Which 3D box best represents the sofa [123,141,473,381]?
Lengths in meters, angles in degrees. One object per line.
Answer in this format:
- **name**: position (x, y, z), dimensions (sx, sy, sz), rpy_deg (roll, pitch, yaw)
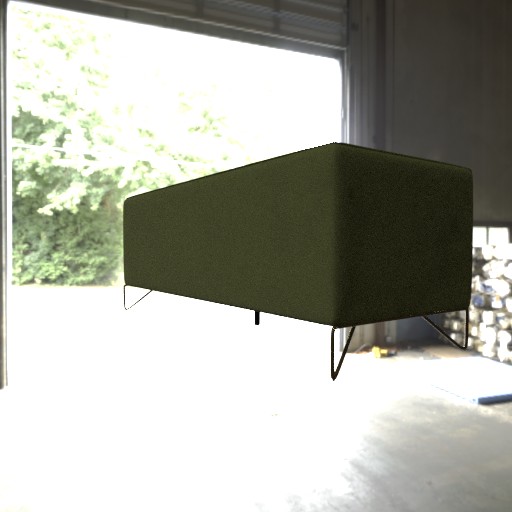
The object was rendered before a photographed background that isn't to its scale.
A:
- **sofa**: position (0.000, 0.000, 2.509), dimensions (0.867, 0.789, 2.087), rpy_deg (-1, 1, -35)
